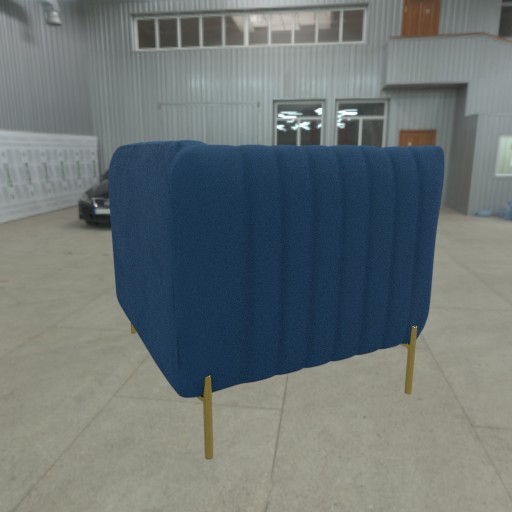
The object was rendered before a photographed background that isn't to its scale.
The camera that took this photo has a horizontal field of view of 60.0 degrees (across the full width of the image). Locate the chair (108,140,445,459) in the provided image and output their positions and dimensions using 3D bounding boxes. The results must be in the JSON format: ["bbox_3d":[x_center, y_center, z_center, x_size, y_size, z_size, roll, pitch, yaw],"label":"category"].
[{"bbox_3d":[0.000,0.000,1.596,0.877,0.793,0.947,-7,15,-26],"label":"chair"}]
